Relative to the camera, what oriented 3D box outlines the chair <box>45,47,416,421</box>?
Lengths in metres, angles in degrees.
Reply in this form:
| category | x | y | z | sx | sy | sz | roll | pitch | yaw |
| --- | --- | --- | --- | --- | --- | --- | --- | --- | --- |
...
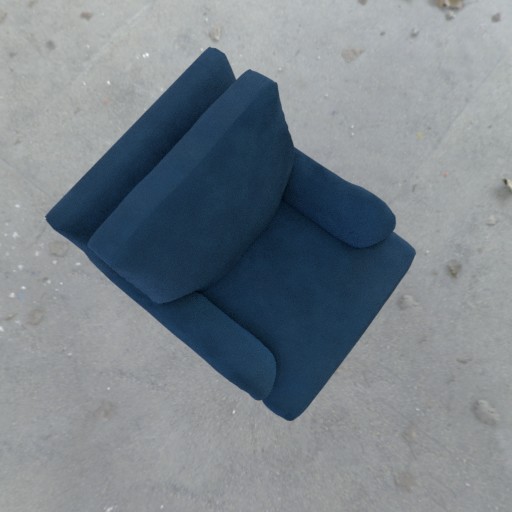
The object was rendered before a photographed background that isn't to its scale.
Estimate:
| category | x | y | z | sx | sy | sz | roll | pitch | yaw |
| --- | --- | --- | --- | --- | --- | --- | --- | --- | --- |
| chair | 0.000 | 0.000 | 1.829 | 1.078 | 1.076 | 0.895 | 38 | 79 | 9 |
